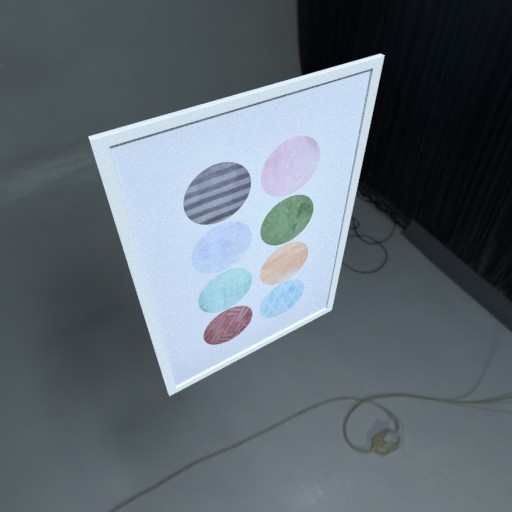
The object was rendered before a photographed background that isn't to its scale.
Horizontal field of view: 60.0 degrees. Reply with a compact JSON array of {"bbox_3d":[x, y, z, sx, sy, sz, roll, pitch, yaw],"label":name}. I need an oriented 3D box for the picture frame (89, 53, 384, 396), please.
[{"bbox_3d":[0.000,0.000,1.208,0.659,0.940,0.013,-24,51,-21],"label":"picture frame"}]
